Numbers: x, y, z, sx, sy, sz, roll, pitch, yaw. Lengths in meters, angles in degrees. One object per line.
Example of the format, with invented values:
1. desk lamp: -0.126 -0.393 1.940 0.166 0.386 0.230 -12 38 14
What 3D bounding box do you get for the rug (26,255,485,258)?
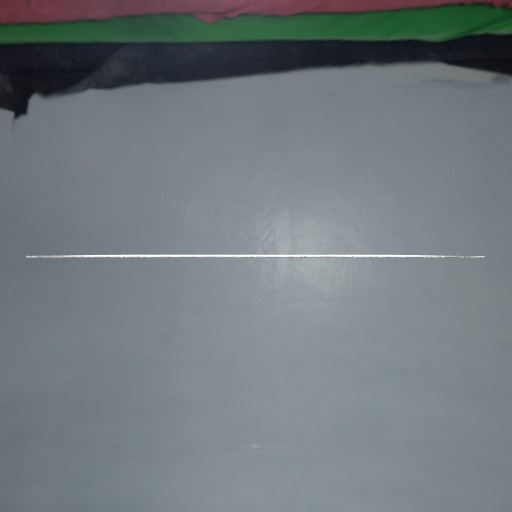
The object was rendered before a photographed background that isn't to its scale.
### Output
1. rug: 0.000 0.000 3.099 2.440 0.010 1.528 0 0 2
